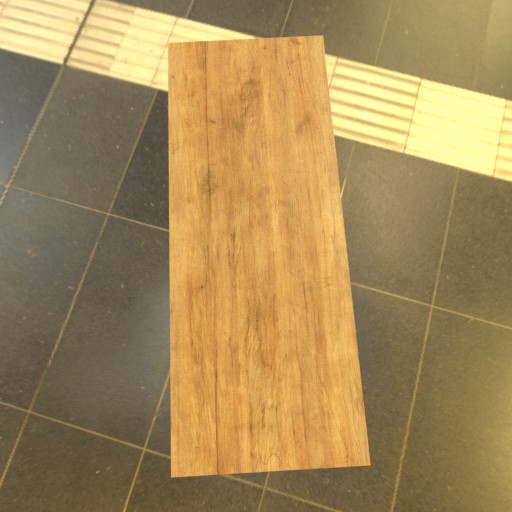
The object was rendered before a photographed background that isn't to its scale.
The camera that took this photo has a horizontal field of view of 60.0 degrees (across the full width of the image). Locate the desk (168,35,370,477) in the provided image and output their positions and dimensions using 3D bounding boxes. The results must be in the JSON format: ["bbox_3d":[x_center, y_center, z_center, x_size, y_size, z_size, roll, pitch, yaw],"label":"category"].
[{"bbox_3d":[0.000,0.000,1.875,0.600,0.760,1.520,-3,76,-1],"label":"desk"}]
